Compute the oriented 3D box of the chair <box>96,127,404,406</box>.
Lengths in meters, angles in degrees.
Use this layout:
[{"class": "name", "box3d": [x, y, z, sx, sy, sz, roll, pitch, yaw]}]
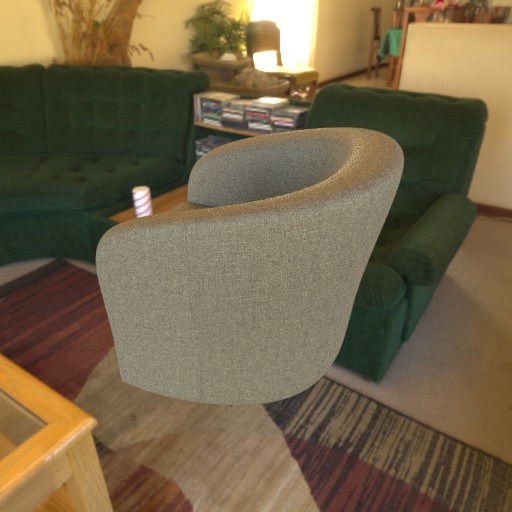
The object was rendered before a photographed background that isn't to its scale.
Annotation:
[{"class": "chair", "box3d": [0.000, 0.000, 1.448, 0.815, 0.771, 0.791, 8, 31, 14]}]
